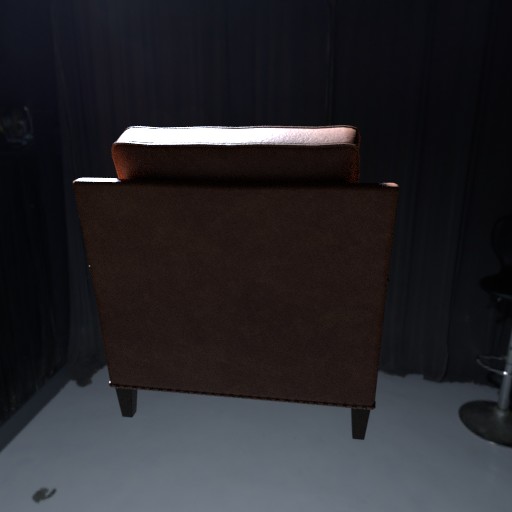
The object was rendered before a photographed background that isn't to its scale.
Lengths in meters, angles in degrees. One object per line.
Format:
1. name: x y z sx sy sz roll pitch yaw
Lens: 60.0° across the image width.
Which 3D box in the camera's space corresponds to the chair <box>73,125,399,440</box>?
1. chair: 0.000 0.000 1.683 0.853 0.943 1.014 2 16 8
